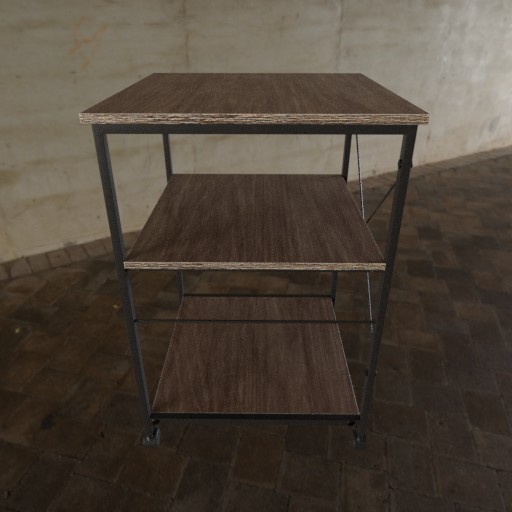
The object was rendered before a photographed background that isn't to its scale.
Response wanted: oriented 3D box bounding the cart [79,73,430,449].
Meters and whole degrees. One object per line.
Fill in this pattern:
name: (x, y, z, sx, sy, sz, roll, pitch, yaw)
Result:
cart: (0.000, 0.000, 1.065, 0.520, 0.762, 0.521, 0, 29, 1)
